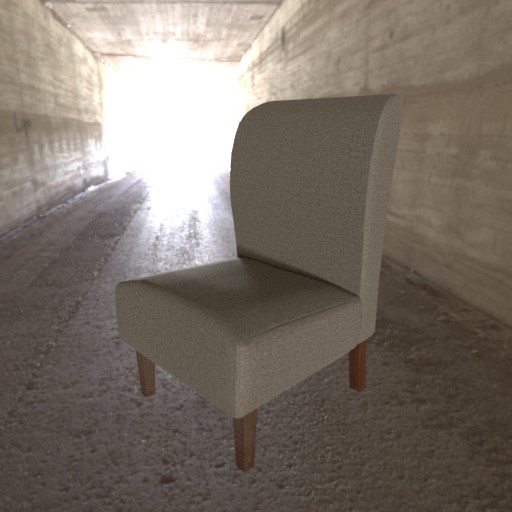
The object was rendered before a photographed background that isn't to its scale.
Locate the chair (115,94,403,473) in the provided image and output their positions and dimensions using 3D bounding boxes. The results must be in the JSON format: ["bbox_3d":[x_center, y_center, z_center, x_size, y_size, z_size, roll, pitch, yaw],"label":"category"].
[{"bbox_3d":[0.000,0.000,1.160,0.513,0.804,0.592,16,22,43],"label":"chair"}]
